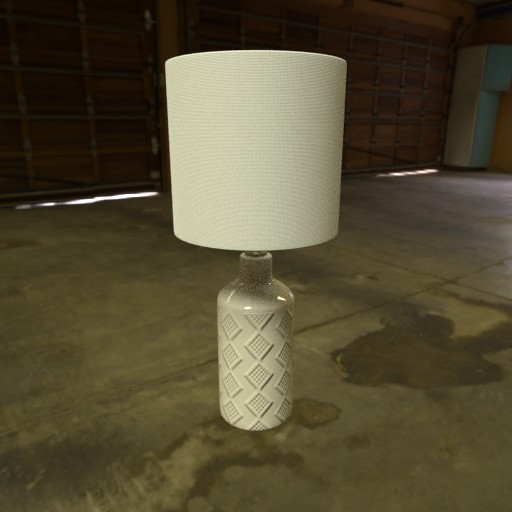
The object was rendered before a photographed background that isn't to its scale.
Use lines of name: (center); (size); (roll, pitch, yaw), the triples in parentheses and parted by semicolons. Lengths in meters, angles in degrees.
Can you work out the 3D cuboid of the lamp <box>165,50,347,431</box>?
lamp: (0.000, 0.000, 0.578); (0.207, 0.461, 0.207); (3, 16, 9)
